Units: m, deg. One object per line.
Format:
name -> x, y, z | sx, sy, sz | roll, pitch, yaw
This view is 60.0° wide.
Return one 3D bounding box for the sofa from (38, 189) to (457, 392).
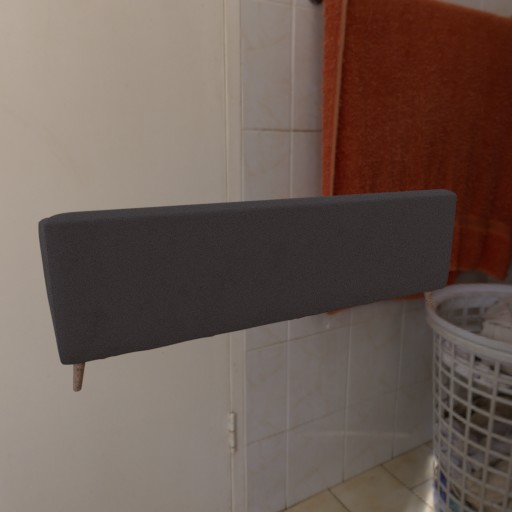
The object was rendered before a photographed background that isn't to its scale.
sofa -> 0.000, 0.000, 2.543 | 2.190, 0.740, 0.900 | -7, 16, -27
